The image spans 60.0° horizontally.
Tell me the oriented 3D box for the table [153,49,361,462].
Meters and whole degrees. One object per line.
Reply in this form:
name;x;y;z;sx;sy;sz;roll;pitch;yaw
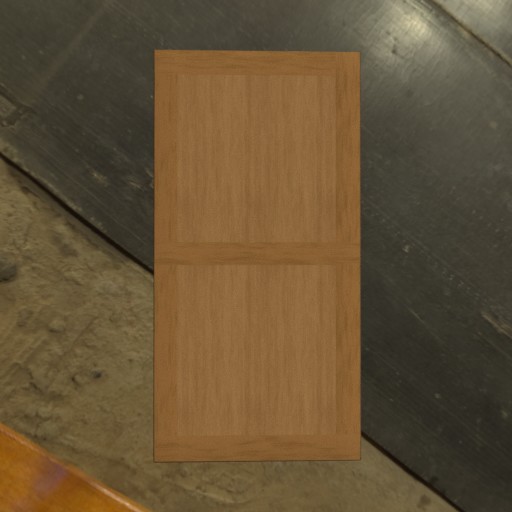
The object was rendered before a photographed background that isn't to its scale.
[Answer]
table;0.000;0.000;2.514;1.000;0.762;1.982;0;90;-1
